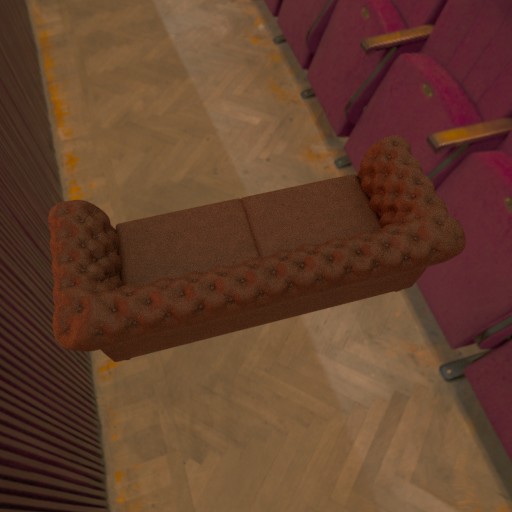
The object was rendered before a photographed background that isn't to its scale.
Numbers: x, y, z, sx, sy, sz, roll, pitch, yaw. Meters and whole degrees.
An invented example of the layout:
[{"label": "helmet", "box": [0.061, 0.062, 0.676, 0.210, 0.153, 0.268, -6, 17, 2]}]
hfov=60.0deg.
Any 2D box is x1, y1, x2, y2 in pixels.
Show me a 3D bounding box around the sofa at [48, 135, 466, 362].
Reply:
[{"label": "sofa", "box": [0.000, 0.000, 2.870, 2.385, 0.783, 0.944, -13, 59, -8]}]
